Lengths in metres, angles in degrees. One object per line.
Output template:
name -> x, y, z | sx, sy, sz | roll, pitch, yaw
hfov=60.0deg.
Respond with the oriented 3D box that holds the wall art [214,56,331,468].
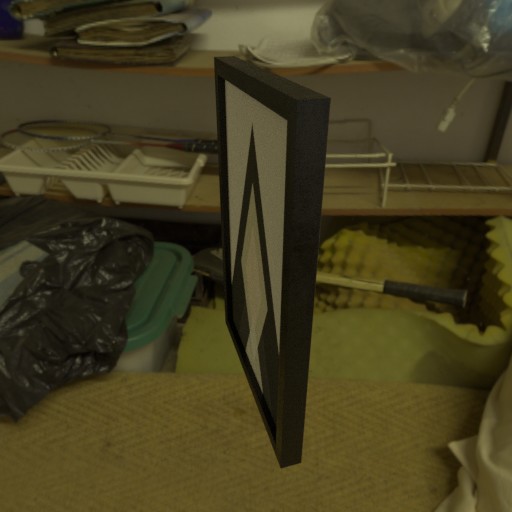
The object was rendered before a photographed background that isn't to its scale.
wall art -> 0.000, 0.000, 0.592 | 0.031, 0.457, 0.313 | -8, 31, -14
